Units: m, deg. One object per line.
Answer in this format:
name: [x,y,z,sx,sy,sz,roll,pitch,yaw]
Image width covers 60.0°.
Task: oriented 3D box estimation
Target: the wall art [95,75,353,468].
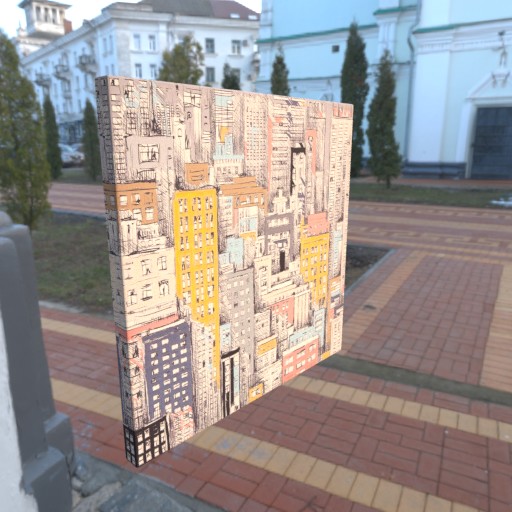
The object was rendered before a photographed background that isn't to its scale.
wall art: [0.000,0.000,1.104,0.048,0.762,0.761,13,19,42]
